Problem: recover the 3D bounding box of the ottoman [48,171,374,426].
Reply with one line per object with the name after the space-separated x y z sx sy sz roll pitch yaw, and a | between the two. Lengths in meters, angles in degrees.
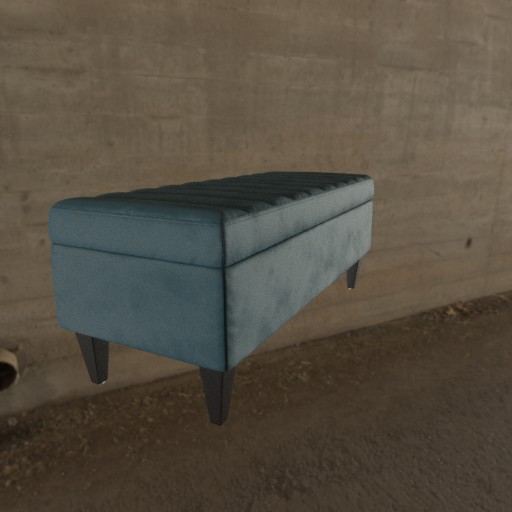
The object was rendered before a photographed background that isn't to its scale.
0.000 0.000 1.422 0.482 0.469 1.151 7 16 27 | ottoman
